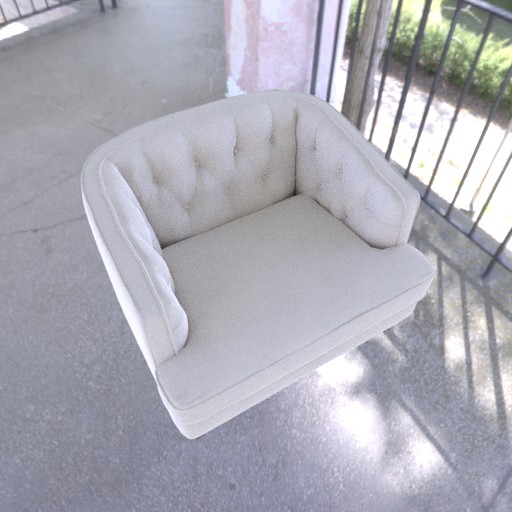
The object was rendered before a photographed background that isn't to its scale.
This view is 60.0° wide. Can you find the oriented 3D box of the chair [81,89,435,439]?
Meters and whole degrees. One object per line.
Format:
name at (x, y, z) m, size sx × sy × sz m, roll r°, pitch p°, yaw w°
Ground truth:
chair at (0.000, 0.000, 1.763) m, size 1.104 × 0.852 × 0.941 m, roll -24°, pitch 52°, yaw -20°
